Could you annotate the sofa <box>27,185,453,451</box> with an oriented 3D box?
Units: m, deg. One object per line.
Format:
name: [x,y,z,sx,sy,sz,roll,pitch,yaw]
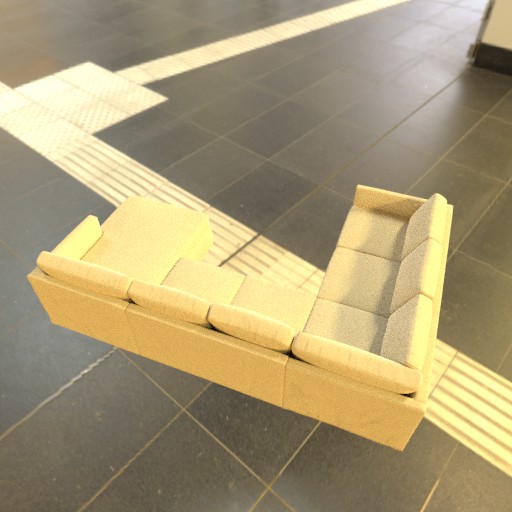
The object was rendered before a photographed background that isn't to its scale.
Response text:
sofa: [0.000,0.000,4.429,3.460,0.882,2.427,16,48,15]
